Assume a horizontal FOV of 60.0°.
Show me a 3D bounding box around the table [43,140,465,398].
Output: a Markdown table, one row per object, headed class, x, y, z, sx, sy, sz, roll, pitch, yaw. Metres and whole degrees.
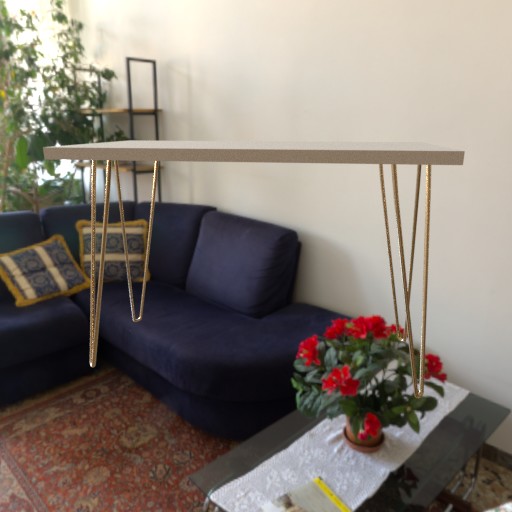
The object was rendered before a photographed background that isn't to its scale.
| class | x | y | z | sx | sy | sz | roll | pitch | yaw |
| --- | --- | --- | --- | --- | --- | --- | --- | --- | --- |
| table | 0.000 | 0.000 | 1.352 | 0.991 | 0.660 | 0.498 | 3 | 17 | 9 |
